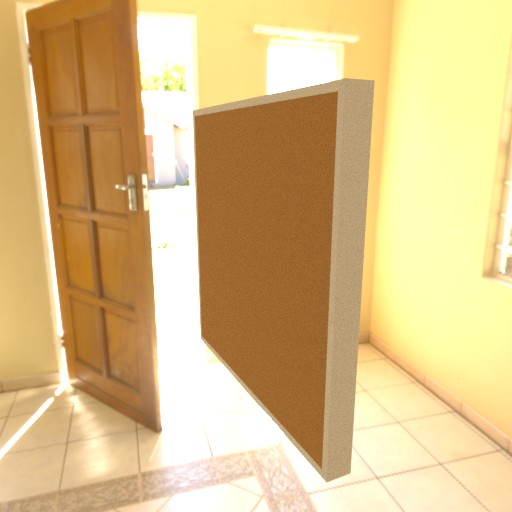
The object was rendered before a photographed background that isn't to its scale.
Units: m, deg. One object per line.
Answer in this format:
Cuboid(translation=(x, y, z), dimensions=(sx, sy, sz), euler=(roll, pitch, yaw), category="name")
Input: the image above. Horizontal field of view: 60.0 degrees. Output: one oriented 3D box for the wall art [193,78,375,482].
Cuboid(translation=(0.000, 0.000, 0.456), dimensions=(0.024, 0.304, 0.304), euler=(-7, 16, -25), category="wall art")
